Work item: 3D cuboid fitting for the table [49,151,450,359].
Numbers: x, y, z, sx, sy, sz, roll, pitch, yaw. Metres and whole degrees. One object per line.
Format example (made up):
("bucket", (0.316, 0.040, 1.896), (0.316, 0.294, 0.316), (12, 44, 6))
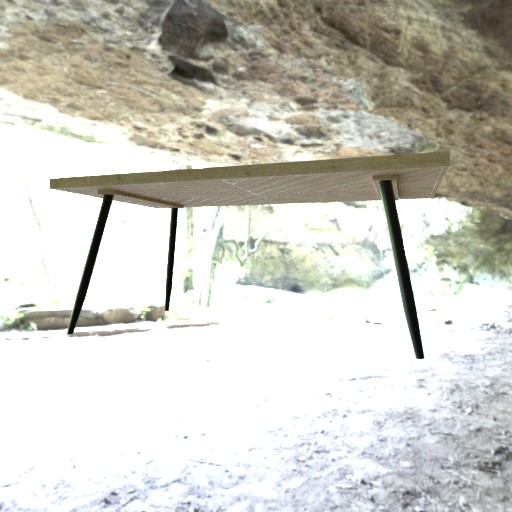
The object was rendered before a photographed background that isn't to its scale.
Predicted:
("table", (0.000, 0.000, 2.351), (1.803, 0.762, 0.991), (0, 0, 19))
